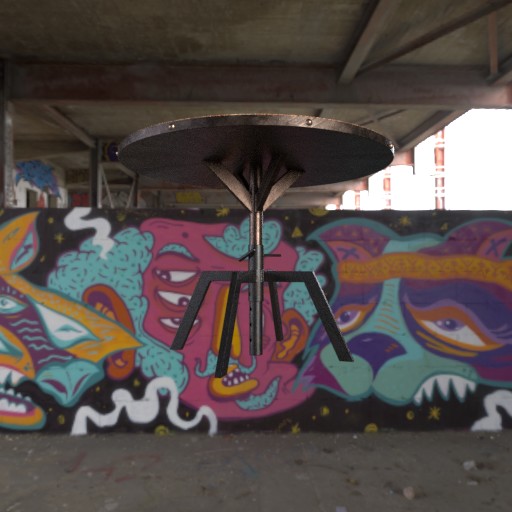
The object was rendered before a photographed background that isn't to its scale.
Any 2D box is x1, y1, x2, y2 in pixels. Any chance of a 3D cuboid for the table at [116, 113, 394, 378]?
[{"bbox_3d":[0.000,0.000,1.482,0.885,0.658,0.885,0,-1,0],"label":"table"}]
